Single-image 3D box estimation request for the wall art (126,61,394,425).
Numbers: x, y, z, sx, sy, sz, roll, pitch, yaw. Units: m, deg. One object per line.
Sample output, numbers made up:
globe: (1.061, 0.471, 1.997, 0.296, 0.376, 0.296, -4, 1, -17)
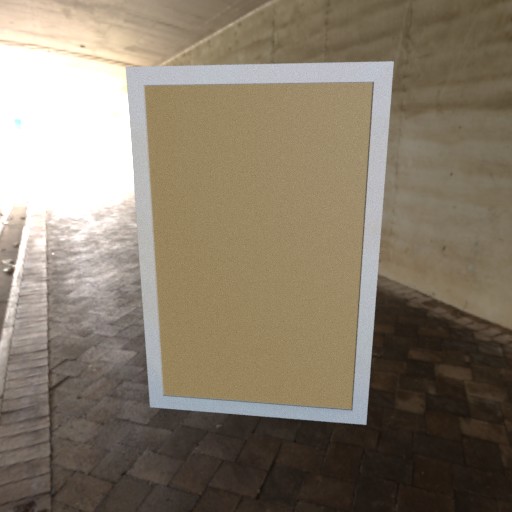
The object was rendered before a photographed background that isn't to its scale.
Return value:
wall art: (0.000, 0.000, 0.767, 0.408, 0.611, 0.038, 2, 15, 7)
